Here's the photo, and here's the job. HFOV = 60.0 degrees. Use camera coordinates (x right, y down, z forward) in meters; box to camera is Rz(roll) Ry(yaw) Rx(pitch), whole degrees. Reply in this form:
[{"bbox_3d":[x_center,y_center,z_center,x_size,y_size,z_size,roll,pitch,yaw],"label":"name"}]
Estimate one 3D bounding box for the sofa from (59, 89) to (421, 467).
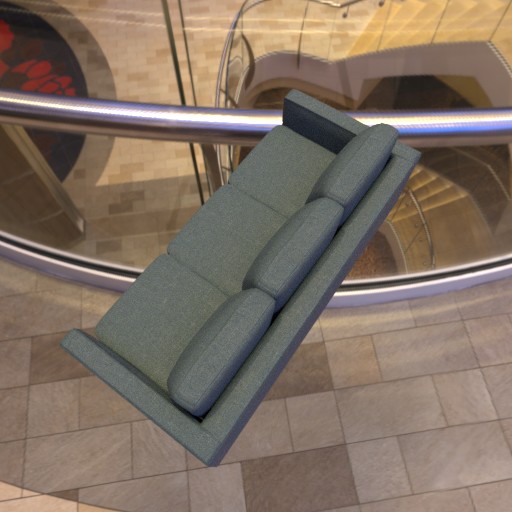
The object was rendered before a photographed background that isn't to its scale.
[{"bbox_3d":[0.000,0.000,2.533,0.935,0.945,2.013,33,68,15],"label":"sofa"}]
